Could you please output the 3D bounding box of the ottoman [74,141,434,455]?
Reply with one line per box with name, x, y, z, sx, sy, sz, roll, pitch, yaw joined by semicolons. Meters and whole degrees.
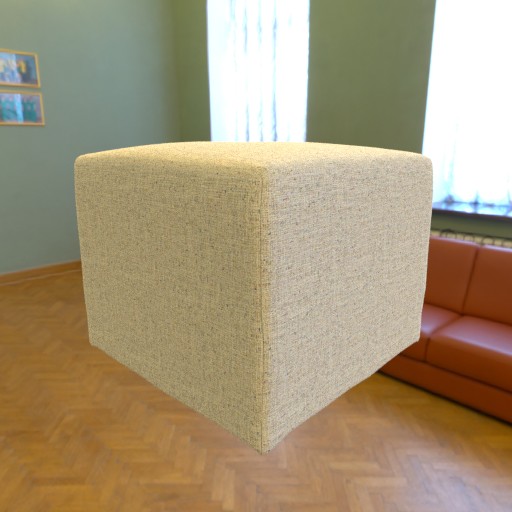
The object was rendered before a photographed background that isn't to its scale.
ottoman;0.000;0.000;0.905;0.512;0.453;0.521;13;20;42
